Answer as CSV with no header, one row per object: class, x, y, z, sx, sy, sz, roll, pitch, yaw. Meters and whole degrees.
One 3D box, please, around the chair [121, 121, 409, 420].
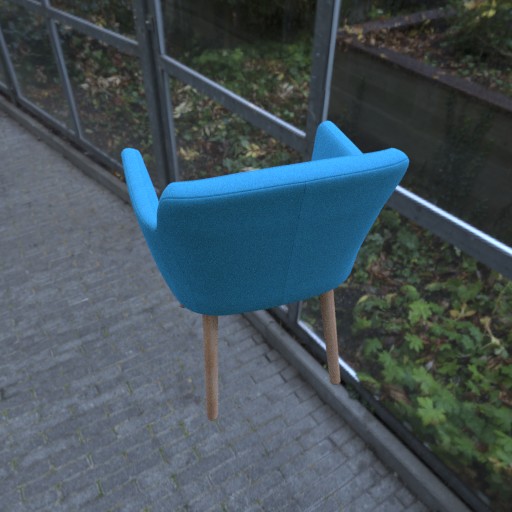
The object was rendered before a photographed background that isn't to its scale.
chair,0.000,0.000,1.162,0.570,0.780,0.540,-11,42,-13
